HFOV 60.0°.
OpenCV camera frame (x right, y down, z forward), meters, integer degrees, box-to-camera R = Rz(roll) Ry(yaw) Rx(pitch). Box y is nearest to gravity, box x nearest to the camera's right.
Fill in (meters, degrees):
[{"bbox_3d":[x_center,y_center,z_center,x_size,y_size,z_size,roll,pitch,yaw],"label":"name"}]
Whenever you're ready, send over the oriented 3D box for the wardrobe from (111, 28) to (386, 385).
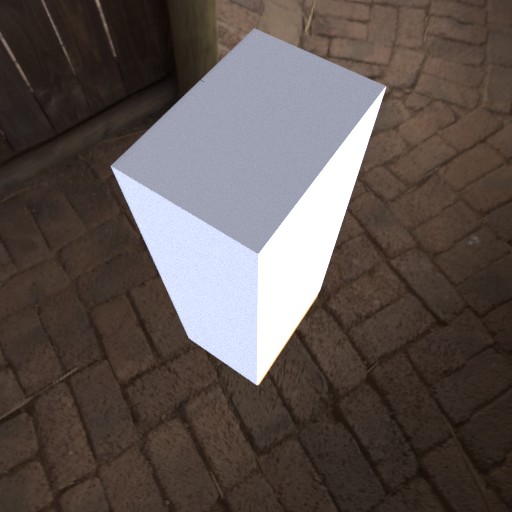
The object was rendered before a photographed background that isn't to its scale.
[{"bbox_3d":[0.000,0.000,2.484,0.600,2.040,0.860,31,67,15],"label":"wardrobe"}]
